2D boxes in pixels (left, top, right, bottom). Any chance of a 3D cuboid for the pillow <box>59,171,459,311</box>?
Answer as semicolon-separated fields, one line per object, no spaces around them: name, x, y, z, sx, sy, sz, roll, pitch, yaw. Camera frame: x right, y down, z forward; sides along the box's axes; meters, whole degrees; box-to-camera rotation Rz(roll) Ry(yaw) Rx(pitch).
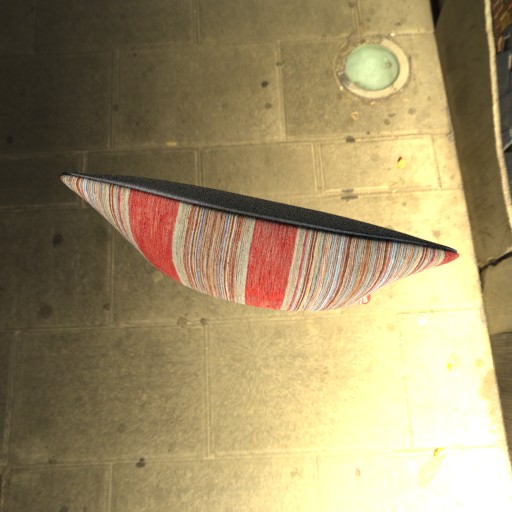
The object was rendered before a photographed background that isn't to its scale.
pillow;0.000;0.000;0.663;0.437;0.419;0.136;12;77;3
